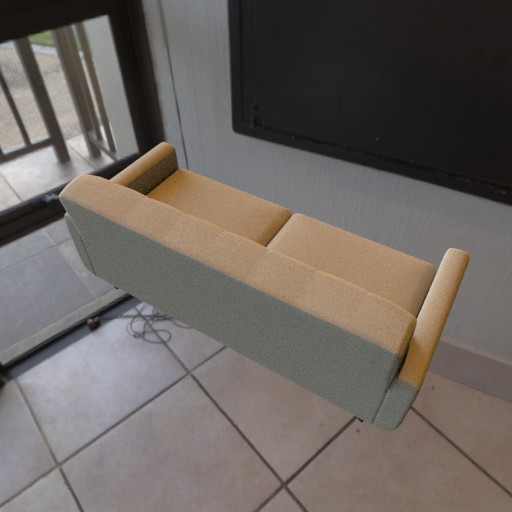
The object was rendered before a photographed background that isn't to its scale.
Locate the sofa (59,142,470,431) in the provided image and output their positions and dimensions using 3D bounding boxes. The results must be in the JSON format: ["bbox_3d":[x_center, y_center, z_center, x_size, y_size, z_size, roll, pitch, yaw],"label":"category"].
[{"bbox_3d":[0.000,0.000,2.596,2.137,0.892,0.980,24,51,21],"label":"sofa"}]
